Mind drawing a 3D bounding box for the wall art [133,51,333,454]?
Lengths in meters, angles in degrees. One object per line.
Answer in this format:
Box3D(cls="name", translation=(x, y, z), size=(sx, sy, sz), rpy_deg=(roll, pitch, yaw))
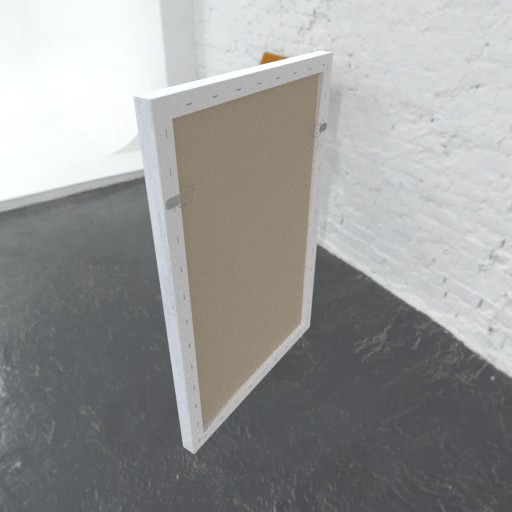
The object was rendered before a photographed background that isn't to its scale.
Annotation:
Box3D(cls="wall art", translation=(0.000, 0.000, 1.160), size=(0.043, 0.914, 0.624), rpy_deg=(21, 38, 29))
